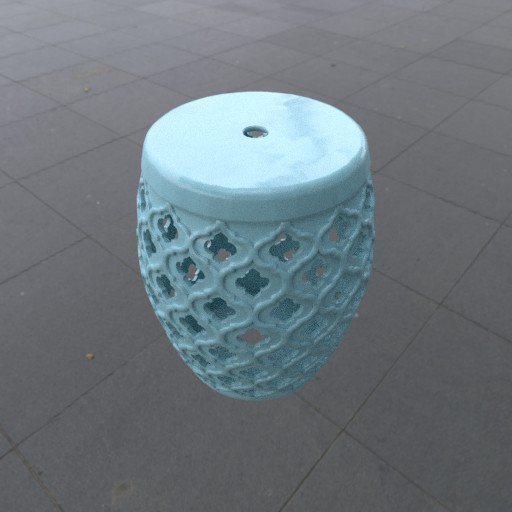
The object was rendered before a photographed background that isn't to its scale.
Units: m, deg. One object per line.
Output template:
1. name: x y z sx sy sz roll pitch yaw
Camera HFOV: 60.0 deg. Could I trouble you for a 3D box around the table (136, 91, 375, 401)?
1. table: 0.000 0.000 0.647 0.325 0.388 0.325 0 41 0
